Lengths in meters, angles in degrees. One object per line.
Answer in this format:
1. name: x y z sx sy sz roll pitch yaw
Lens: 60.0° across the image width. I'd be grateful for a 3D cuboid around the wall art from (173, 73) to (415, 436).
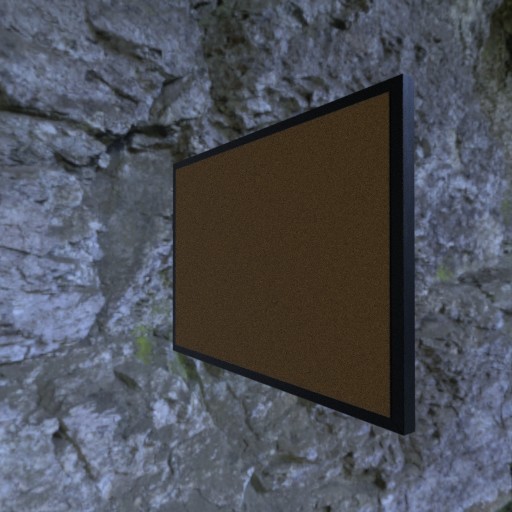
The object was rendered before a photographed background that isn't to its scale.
1. wall art: 0.000 0.000 0.830 0.027 0.458 0.657 0 -1 -36
